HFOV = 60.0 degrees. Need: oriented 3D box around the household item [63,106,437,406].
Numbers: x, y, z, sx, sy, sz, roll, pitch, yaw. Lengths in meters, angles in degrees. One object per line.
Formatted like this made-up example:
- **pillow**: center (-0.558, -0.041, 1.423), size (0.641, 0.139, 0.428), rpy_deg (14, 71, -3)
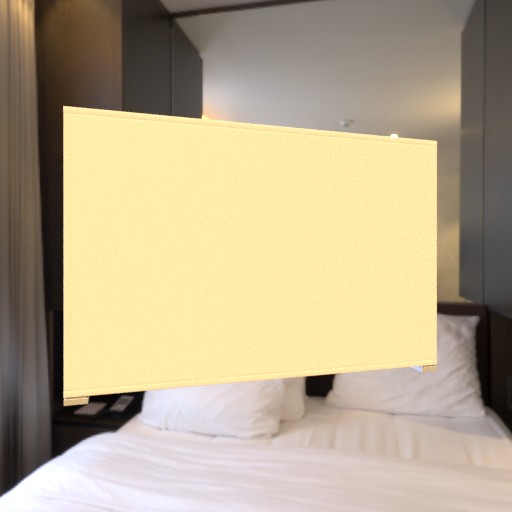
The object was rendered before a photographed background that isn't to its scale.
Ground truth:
- **household item**: center (0.000, 0.000, 1.677), size (1.300, 0.867, 0.420), rpy_deg (0, 0, -18)
